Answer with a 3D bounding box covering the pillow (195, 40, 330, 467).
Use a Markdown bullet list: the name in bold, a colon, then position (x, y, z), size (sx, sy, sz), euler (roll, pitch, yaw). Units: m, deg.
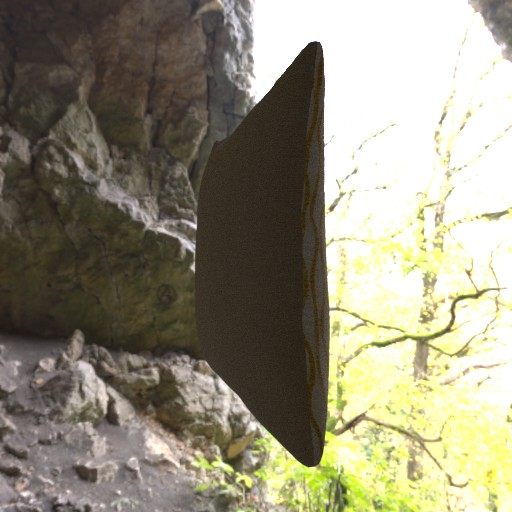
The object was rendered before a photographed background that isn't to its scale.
- **pillow**: position (0.000, 0.000, 0.645), size (0.159, 0.436, 0.429), euler (0, -1, -19)
